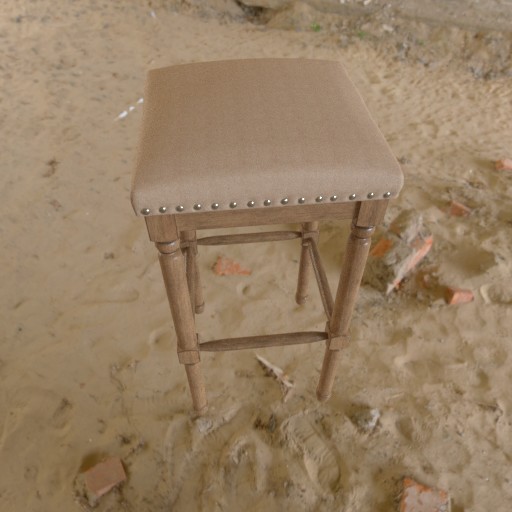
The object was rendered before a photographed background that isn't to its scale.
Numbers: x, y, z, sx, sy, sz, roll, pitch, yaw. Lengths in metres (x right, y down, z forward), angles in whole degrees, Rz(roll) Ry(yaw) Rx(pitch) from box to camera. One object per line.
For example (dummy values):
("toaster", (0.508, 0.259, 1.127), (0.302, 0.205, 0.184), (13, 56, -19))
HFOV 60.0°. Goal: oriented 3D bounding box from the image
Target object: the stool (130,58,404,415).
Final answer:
("stool", (0.000, 0.000, 0.971), (0.383, 0.768, 0.382), (-4, 47, -4))
